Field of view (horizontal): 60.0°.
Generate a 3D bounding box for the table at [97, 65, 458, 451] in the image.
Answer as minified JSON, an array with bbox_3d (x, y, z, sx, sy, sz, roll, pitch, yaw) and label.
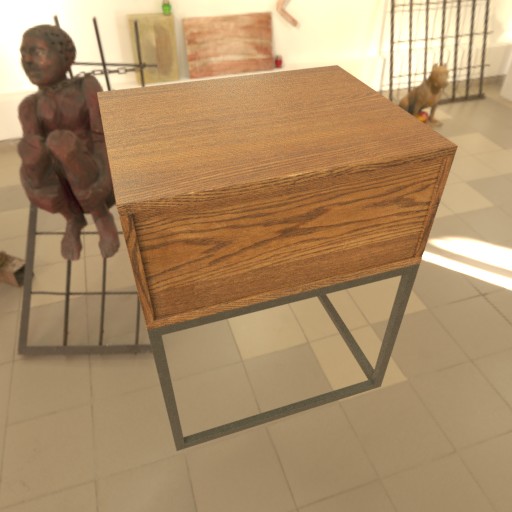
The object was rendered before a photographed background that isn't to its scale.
[{"bbox_3d":[0.000,0.000,0.923,0.482,0.610,0.400,-12,42,-14],"label":"table"}]
